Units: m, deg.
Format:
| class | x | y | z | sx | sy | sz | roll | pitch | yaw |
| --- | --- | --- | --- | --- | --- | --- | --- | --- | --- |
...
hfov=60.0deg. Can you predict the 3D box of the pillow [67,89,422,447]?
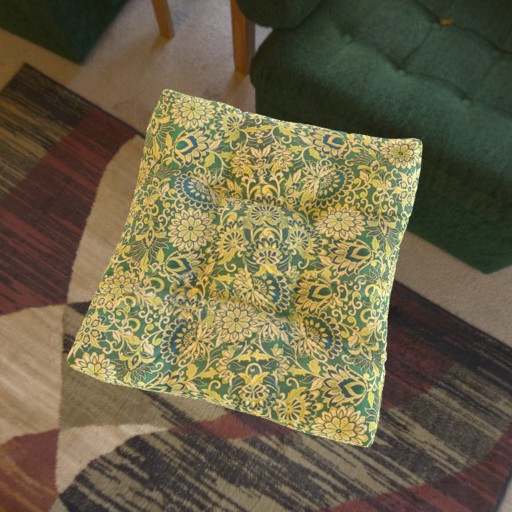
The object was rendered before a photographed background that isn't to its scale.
| class | x | y | z | sx | sy | sz | roll | pitch | yaw |
| --- | --- | --- | --- | --- | --- | --- | --- | --- | --- |
| pillow | 0.000 | 0.000 | 0.721 | 0.468 | 0.128 | 0.490 | 13 | 76 | 3 |
